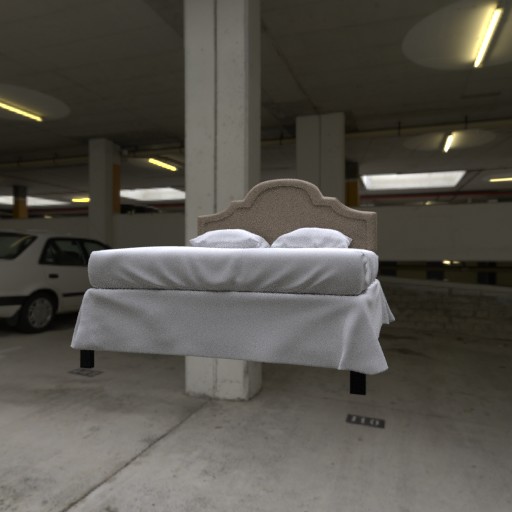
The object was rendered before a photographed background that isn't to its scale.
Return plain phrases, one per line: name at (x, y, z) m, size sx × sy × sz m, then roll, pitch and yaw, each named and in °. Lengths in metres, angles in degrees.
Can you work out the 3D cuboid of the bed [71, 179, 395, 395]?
bed at (0.000, 0.000, 3.870) m, size 2.303 × 1.631 × 2.222 m, roll 0°, pitch 0°, yaw 18°
